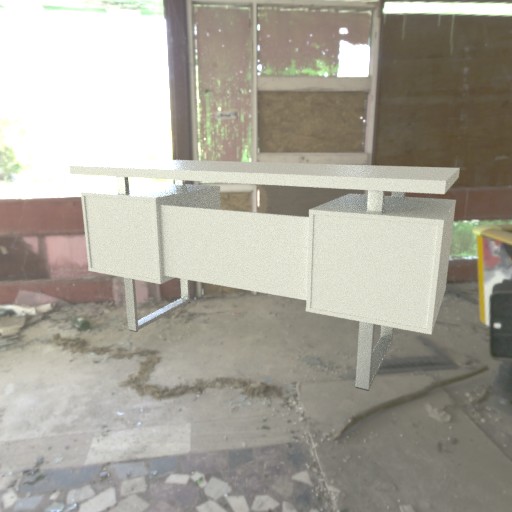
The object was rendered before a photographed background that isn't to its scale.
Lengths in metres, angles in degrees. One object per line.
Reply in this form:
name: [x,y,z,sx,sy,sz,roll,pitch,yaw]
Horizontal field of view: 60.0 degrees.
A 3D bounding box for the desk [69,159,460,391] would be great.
desk: [0.000,0.000,1.953,1.530,0.773,0.603,8,17,26]
